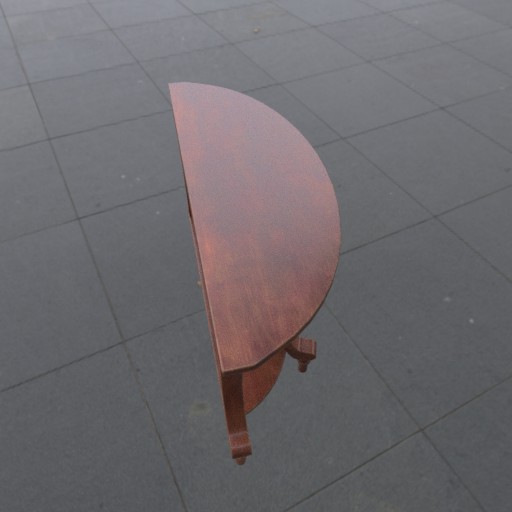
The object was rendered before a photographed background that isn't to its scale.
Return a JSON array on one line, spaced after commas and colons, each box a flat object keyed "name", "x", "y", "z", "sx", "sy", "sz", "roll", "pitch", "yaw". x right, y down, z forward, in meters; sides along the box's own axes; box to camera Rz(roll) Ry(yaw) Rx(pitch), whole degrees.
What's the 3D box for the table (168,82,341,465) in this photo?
[{"name": "table", "x": 0.000, "y": 0.000, "z": 1.505, "sx": 0.394, "sy": 0.699, "sz": 1.198, "roll": -9, "pitch": 47, "yaw": -9}]
